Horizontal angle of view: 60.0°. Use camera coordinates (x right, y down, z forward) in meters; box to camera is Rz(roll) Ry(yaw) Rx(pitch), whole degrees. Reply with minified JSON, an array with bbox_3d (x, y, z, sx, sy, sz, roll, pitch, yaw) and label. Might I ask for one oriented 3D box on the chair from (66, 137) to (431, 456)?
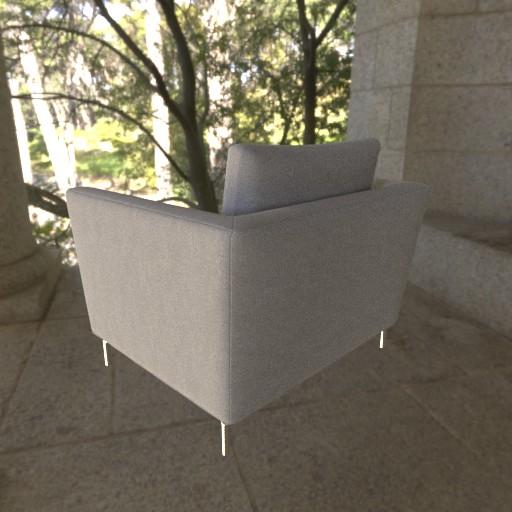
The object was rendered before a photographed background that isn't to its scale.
[{"bbox_3d":[0.000,0.000,1.675,0.889,0.864,1.041,16,23,42],"label":"chair"}]
